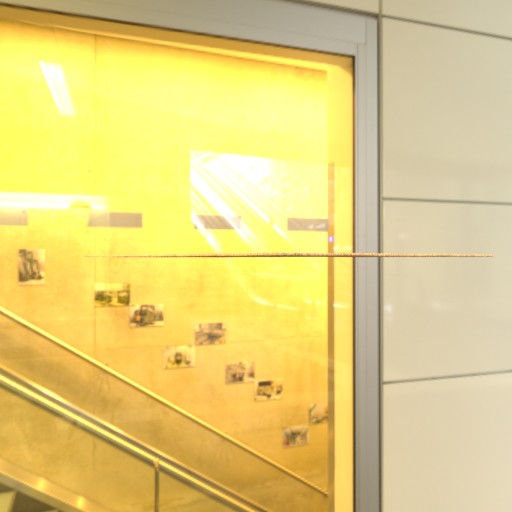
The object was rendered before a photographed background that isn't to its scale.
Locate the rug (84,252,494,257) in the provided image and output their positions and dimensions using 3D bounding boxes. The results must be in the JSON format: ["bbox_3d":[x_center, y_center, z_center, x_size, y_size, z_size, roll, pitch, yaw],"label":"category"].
[{"bbox_3d":[0.000,0.000,2.309,1.225,0.013,1.840,0,0,-37],"label":"rug"}]
